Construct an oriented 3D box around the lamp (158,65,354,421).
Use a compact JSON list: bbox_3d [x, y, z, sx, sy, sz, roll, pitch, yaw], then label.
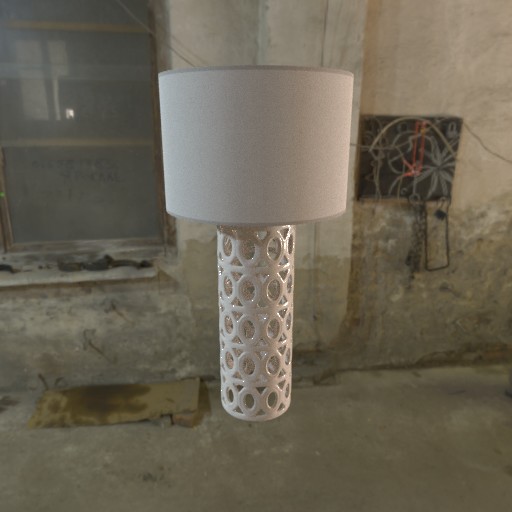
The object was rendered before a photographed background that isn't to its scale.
[{"bbox_3d":[0.000,0.000,0.845,0.325,0.636,0.324,-16,23,-41],"label":"lamp"}]
